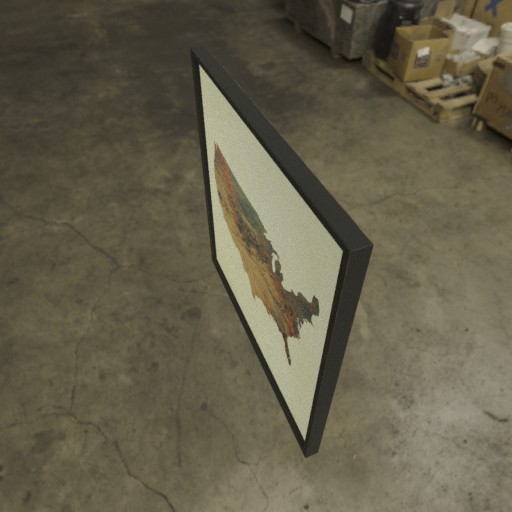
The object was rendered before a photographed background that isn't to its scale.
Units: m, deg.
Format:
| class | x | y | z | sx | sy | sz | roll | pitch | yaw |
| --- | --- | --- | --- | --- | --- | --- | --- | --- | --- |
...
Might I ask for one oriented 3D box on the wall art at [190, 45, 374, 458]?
| class | x | y | z | sx | sy | sz | roll | pitch | yaw |
| --- | --- | --- | --- | --- | --- | --- | --- | --- | --- |
| wall art | 0.000 | 0.000 | 1.122 | 0.038 | 0.762 | 0.762 | -16 | 48 | -15 |
